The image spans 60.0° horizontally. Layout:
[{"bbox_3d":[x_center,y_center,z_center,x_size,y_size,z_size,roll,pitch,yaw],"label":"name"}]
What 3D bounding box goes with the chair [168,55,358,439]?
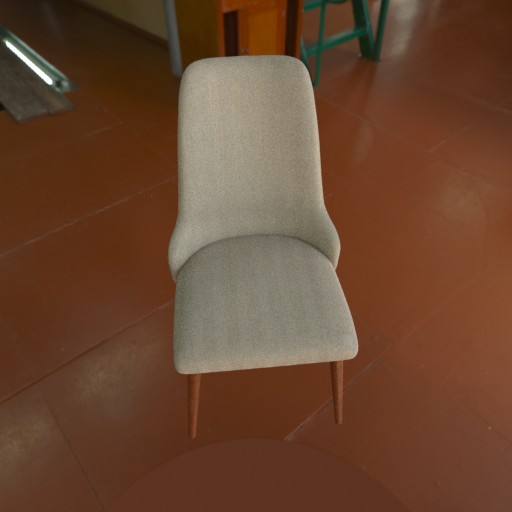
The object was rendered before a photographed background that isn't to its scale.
[{"bbox_3d":[0.000,0.000,1.326,0.526,0.917,0.684,-4,46,-4],"label":"chair"}]
